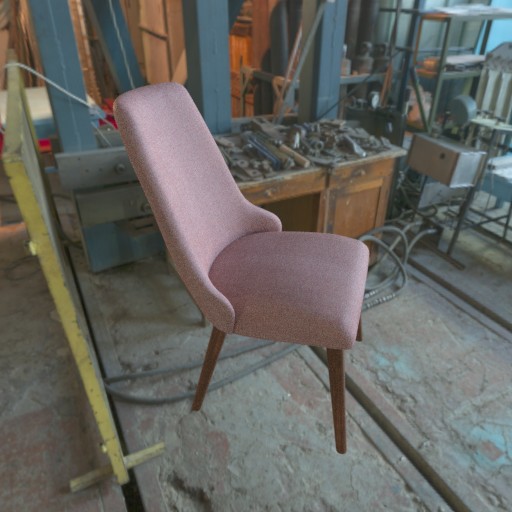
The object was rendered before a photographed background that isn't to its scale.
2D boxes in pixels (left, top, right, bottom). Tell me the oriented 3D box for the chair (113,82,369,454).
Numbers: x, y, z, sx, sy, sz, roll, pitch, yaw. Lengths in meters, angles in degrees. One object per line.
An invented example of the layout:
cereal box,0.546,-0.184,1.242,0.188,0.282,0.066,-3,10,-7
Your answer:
chair,0.000,0.000,1.336,0.707,0.918,0.535,10,33,15
